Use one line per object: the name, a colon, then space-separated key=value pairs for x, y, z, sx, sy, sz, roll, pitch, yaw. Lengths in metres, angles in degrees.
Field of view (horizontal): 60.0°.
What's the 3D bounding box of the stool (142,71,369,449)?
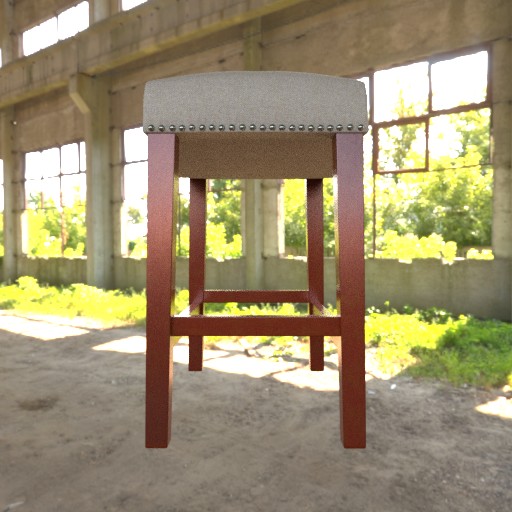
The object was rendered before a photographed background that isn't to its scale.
stool: x=0.000 y=0.000 z=0.970 sx=0.375 sy=0.632 sz=0.509 roll=0 pitch=1 yaw=0
